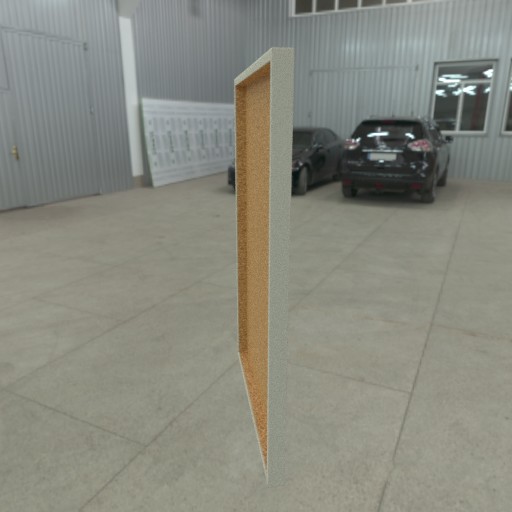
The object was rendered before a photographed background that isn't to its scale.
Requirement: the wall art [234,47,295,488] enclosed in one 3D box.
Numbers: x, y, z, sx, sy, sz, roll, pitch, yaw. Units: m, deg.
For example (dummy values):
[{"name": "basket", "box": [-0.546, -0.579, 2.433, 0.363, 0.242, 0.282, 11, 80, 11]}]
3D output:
[{"name": "wall art", "box": [0.000, 0.000, 1.165, 0.038, 0.914, 0.610, -3, 17, -8]}]
